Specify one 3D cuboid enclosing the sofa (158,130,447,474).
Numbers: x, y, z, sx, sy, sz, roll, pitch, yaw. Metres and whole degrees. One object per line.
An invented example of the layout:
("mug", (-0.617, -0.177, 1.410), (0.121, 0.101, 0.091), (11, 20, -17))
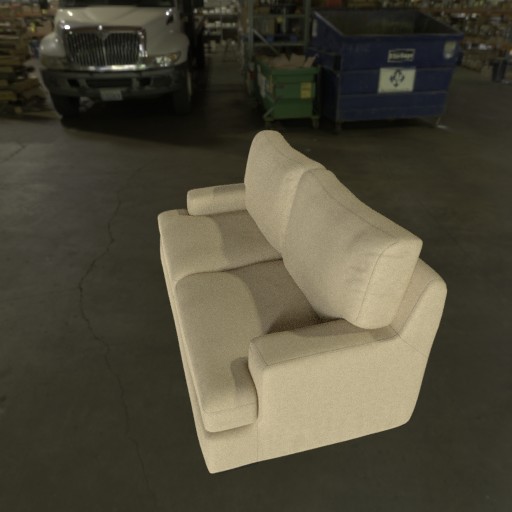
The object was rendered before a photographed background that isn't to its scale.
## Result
("sofa", (0.000, 0.000, 2.448), (0.962, 0.967, 1.885), (-8, 31, -14))
